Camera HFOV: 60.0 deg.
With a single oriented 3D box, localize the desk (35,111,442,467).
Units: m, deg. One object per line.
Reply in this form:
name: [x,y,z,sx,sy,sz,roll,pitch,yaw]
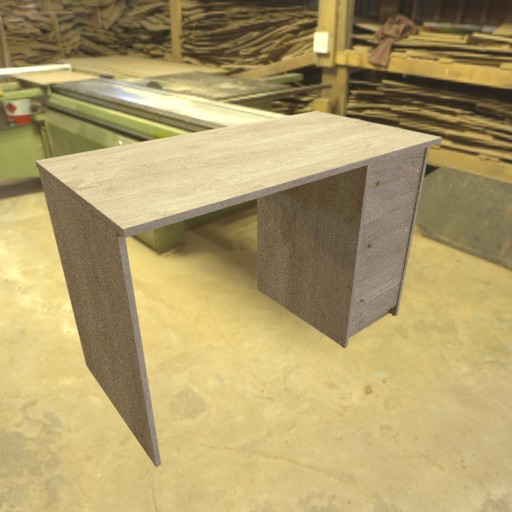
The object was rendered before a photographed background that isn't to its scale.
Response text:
desk: [0.000,0.000,1.498,1.097,0.735,0.560,-21,35,-34]
